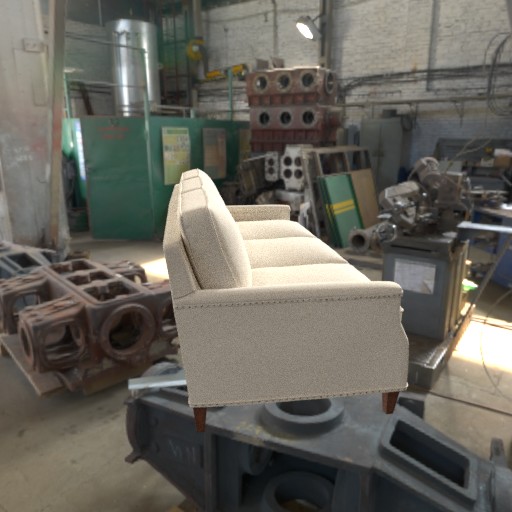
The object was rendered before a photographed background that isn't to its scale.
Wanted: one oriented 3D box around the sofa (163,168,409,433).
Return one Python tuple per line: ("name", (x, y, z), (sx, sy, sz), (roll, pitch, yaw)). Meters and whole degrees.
("sofa", (0.000, 0.000, 2.906), (1.084, 1.003, 2.246), (-2, 16, -8))
